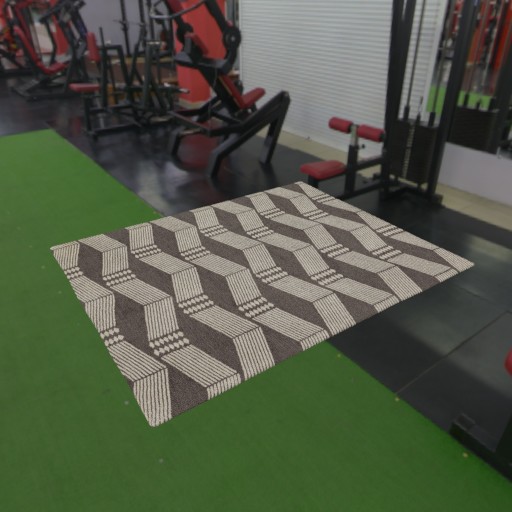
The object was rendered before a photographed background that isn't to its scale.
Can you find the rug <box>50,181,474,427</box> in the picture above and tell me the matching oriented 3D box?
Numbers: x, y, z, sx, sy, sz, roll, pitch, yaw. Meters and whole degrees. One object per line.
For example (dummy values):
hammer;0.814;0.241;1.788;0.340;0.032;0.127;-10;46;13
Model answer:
rug;0.000;0.000;4.046;3.048;0.016;2.438;-19;36;-29
